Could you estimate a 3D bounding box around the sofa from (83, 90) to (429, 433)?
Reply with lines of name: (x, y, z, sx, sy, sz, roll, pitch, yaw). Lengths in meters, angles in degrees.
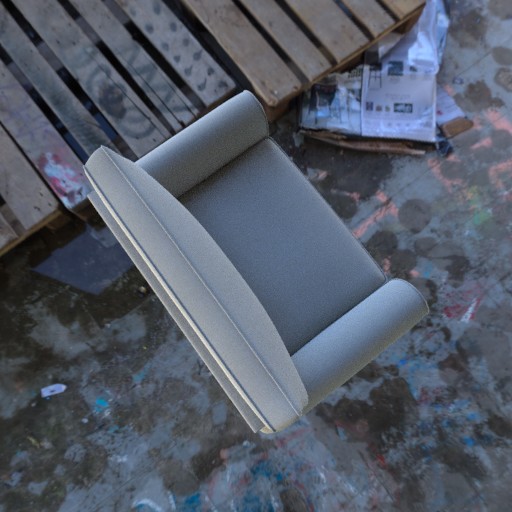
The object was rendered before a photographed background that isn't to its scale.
sofa: (0.000, 0.000, 2.159, 0.937, 1.006, 1.405, -36, 80, -8)
